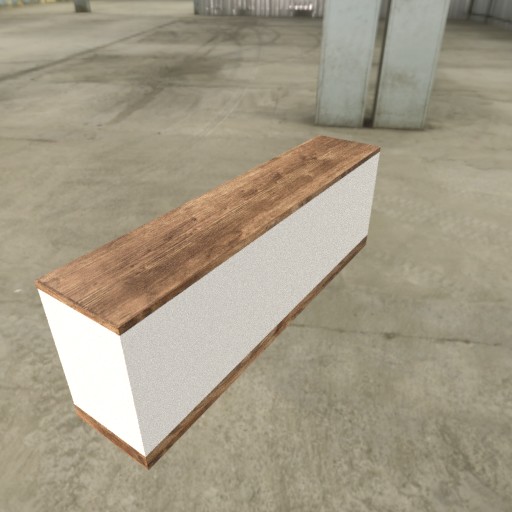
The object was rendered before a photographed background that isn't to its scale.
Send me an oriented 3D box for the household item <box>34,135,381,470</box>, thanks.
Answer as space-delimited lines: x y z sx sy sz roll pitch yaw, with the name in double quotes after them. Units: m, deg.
0.000 0.000 2.024 0.390 0.615 1.800 20 37 29 "household item"
